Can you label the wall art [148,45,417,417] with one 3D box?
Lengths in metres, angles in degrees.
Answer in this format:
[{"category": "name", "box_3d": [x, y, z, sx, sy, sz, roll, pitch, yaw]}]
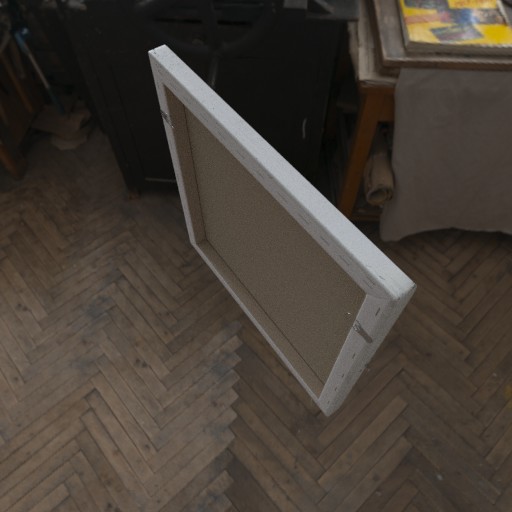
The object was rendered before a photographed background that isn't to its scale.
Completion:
[{"category": "wall art", "box_3d": [0.000, 0.000, 0.916, 0.040, 0.611, 0.610, -32, 63, -18]}]
